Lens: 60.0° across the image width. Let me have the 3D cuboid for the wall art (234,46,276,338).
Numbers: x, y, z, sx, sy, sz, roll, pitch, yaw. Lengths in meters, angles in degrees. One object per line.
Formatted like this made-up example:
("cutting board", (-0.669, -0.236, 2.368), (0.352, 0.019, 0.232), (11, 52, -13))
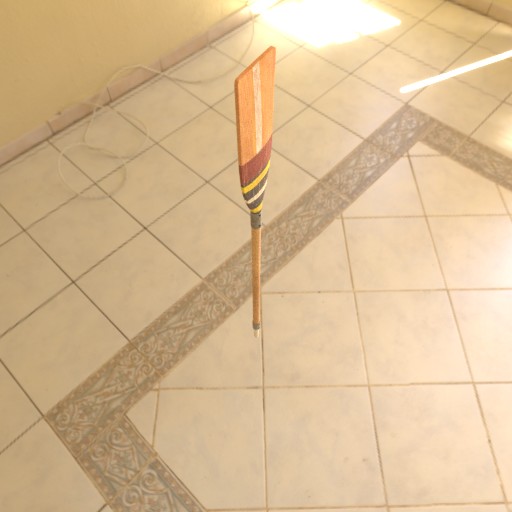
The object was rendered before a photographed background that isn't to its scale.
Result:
("wall art", (0.000, 0.000, 1.594), (0.038, 1.556, 0.146), (30, 63, 17))
